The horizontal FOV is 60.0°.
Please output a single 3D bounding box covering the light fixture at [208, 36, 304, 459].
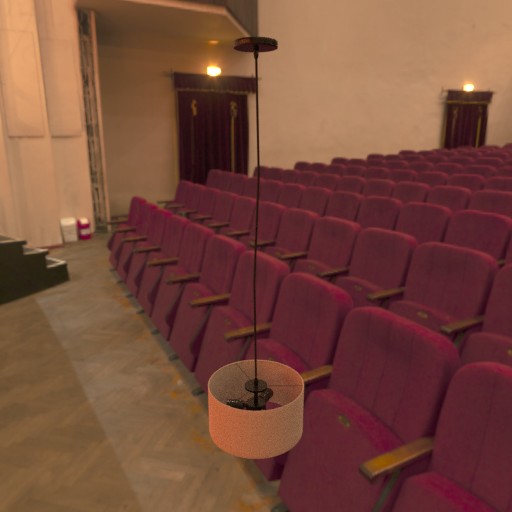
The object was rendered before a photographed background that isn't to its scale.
[{"bbox_3d":[0.000,0.000,1.708,0.399,1.516,0.399,0,15,0],"label":"light fixture"}]
